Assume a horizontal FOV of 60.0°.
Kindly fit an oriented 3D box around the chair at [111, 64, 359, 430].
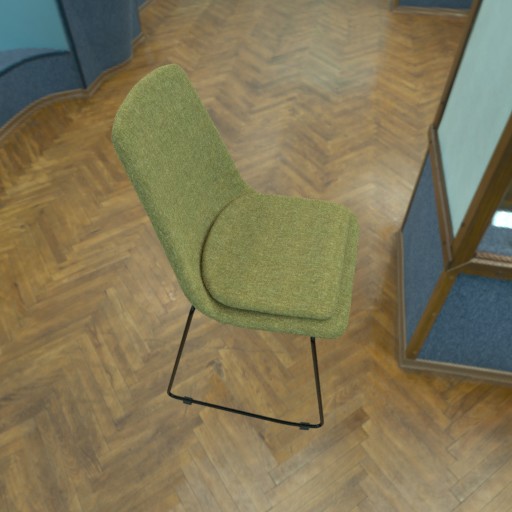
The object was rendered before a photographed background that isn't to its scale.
[{"bbox_3d":[0.000,0.000,1.130,0.496,0.849,0.479,10,47,9],"label":"chair"}]
